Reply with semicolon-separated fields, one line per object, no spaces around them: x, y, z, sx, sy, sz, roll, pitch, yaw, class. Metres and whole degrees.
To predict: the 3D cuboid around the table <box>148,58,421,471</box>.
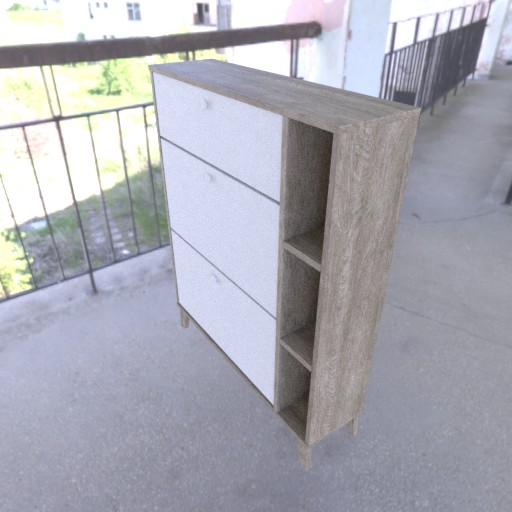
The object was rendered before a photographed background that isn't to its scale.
0.000;0.000;1.529;0.256;1.135;0.902;-21;37;-30;table
